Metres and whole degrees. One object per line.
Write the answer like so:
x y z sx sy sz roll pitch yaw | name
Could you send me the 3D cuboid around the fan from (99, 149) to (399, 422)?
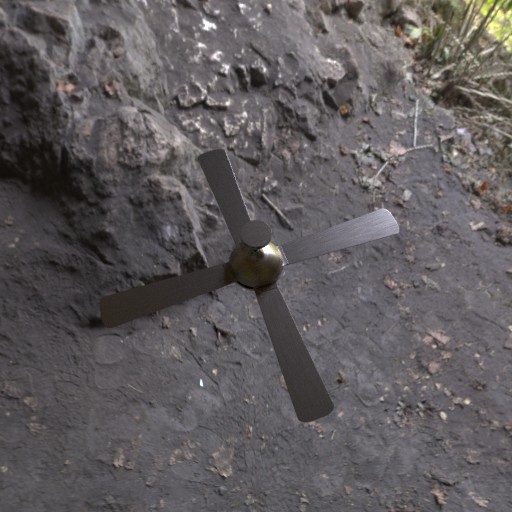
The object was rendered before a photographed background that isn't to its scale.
0.000 0.000 1.899 1.321 0.381 1.321 1 62 0 | fan
